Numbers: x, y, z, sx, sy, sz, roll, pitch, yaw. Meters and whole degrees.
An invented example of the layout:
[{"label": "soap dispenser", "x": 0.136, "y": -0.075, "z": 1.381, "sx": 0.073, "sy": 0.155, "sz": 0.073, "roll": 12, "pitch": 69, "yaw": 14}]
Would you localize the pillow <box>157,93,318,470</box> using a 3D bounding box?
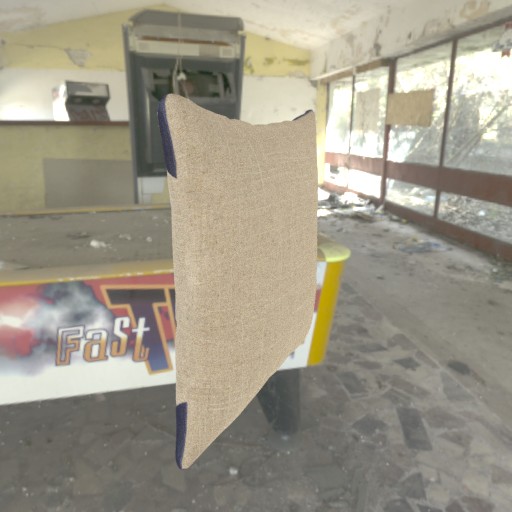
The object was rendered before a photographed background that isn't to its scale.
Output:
[{"label": "pillow", "x": 0.000, "y": 0.000, "z": 0.677, "sx": 0.147, "sy": 0.441, "sz": 0.440, "roll": 7, "pitch": 17, "yaw": 24}]
